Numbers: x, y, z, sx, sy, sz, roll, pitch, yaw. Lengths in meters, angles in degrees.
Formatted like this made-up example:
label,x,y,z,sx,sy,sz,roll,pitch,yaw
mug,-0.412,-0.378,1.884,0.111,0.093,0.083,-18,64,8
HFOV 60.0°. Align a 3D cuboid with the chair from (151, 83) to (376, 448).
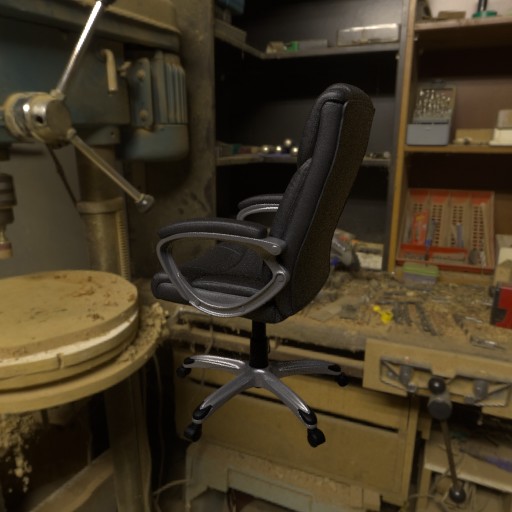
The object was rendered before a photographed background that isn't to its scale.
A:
label,x,y,z,sx,sy,sz,roll,pitch,yaw
chair,0.000,0.000,1.599,0.719,1.130,0.721,7,17,23
